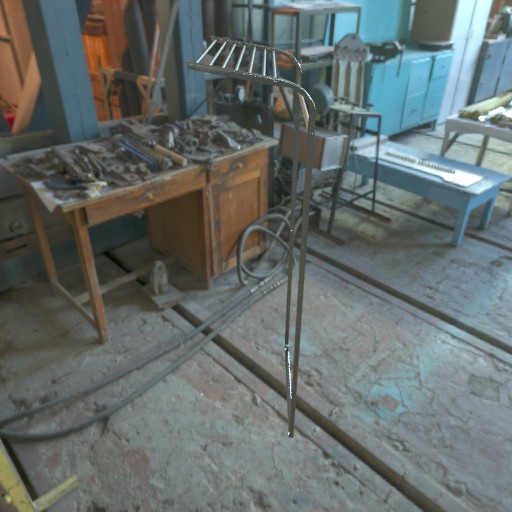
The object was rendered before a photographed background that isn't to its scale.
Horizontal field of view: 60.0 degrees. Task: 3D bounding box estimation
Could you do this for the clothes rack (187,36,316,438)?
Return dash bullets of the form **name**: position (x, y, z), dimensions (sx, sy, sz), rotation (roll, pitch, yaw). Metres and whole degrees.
- **clothes rack**: position (0.000, 0.000, 1.828), dimensions (0.349, 1.574, 0.609), rotation (1, 32, 1)
